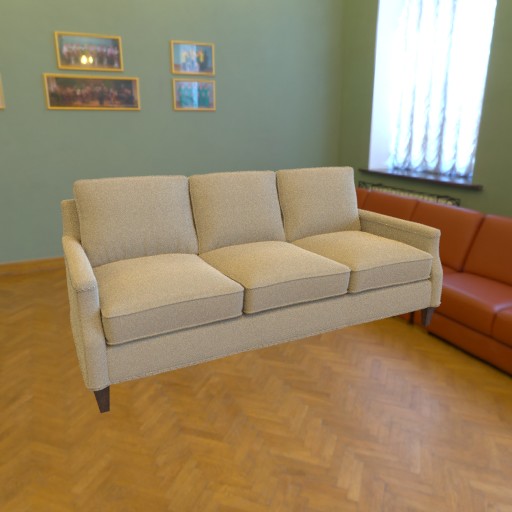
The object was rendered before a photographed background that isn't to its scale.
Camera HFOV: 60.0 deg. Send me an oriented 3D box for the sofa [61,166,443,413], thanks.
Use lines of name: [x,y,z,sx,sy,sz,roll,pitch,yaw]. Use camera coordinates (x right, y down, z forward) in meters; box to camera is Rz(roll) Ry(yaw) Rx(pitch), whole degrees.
sofa: [0.000,0.000,2.828,2.246,1.003,1.084,-8,18,-26]
